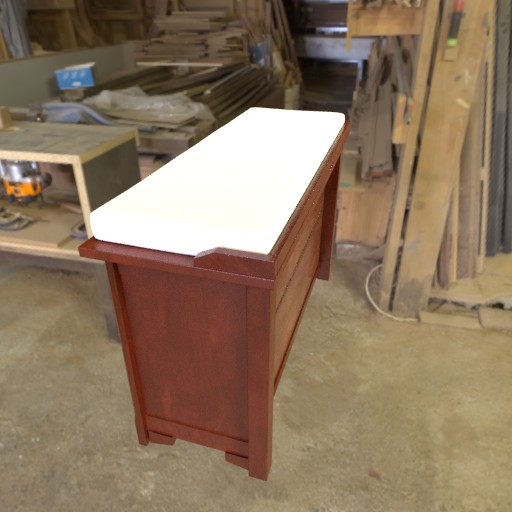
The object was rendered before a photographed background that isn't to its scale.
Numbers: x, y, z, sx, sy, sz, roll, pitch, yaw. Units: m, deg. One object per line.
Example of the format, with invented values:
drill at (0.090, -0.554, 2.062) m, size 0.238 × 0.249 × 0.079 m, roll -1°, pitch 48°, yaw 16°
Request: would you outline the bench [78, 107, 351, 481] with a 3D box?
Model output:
bench at (0.000, 0.000, 1.293) m, size 0.369 × 0.646 × 0.987 m, roll 9°, pitch 31°, yaw 15°
